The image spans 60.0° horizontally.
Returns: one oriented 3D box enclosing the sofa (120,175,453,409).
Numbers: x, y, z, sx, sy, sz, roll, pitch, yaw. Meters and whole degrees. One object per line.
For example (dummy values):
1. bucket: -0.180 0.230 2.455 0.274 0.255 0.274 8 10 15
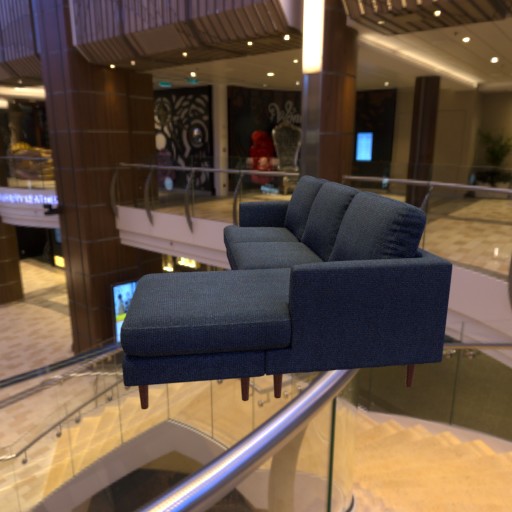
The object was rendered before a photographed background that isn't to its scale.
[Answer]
1. sofa: 0.000 0.000 3.033 1.504 0.956 2.233 -2 15 -8
